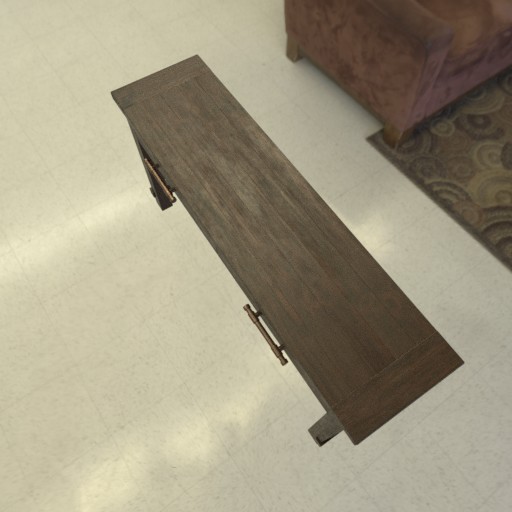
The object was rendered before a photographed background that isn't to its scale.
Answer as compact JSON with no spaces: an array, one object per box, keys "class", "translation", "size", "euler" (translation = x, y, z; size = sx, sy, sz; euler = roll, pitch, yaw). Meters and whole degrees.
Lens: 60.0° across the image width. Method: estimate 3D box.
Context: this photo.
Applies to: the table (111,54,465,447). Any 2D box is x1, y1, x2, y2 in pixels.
[{"class":"table","translation":[0.000,0.000,1.902],"size":[0.442,0.762,1.599],"euler":[-30,67,-14]}]
